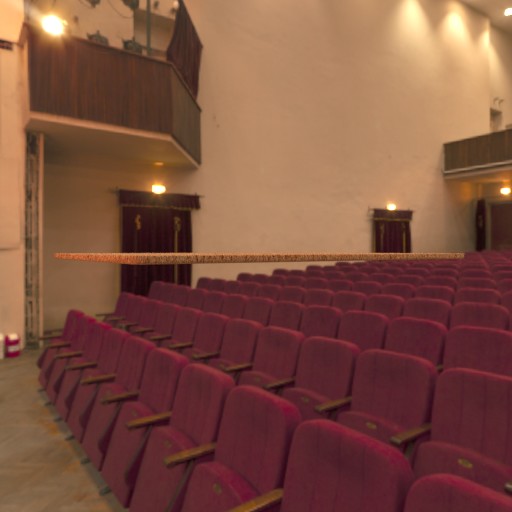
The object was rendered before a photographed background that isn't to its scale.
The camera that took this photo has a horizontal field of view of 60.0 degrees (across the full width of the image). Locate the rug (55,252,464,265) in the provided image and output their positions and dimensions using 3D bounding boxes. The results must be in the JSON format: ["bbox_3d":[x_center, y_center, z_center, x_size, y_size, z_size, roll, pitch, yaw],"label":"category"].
[{"bbox_3d":[0.000,0.000,2.141,1.600,0.025,1.199,0,1,-34],"label":"rug"}]
